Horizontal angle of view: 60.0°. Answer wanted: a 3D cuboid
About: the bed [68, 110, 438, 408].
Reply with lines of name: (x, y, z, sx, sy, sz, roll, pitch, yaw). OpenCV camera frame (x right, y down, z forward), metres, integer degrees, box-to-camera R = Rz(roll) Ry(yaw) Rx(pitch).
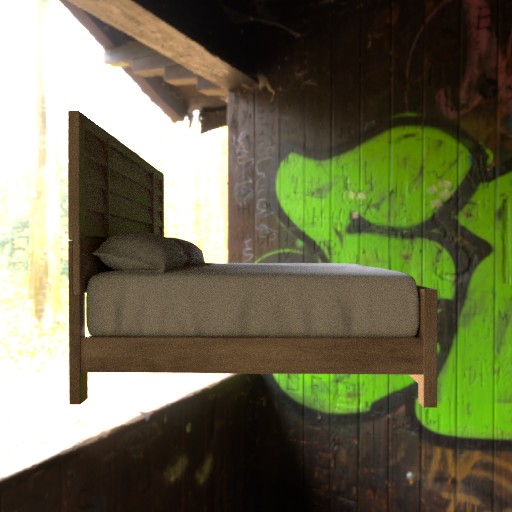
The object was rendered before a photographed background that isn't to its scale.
bed: (0.000, 0.000, 3.434, 2.032, 1.626, 2.032, 0, 1, 1)
